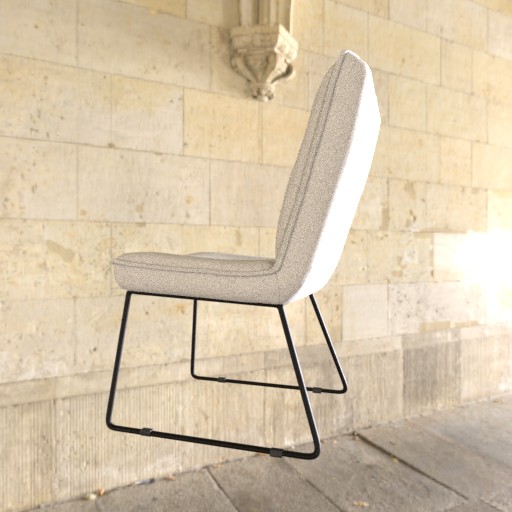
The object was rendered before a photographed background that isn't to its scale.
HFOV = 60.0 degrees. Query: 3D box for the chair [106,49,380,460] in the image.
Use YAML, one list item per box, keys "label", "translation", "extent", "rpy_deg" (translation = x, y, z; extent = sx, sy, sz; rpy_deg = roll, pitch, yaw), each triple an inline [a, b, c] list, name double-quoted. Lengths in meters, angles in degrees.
- label: "chair"
  translation: [0.000, 0.000, 1.310]
  extent: [0.688, 0.930, 0.515]
  rpy_deg: [0, 1, 19]
